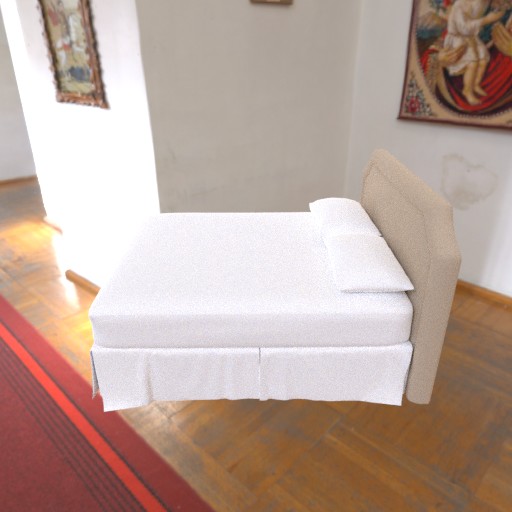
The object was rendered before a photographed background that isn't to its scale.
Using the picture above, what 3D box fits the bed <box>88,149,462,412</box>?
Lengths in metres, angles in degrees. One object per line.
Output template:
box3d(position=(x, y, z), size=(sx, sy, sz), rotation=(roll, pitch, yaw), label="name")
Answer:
box3d(position=(0.000, 0.000, 3.342), size=(2.204, 1.301, 1.828), rotation=(0, 27, -1), label="bed")
